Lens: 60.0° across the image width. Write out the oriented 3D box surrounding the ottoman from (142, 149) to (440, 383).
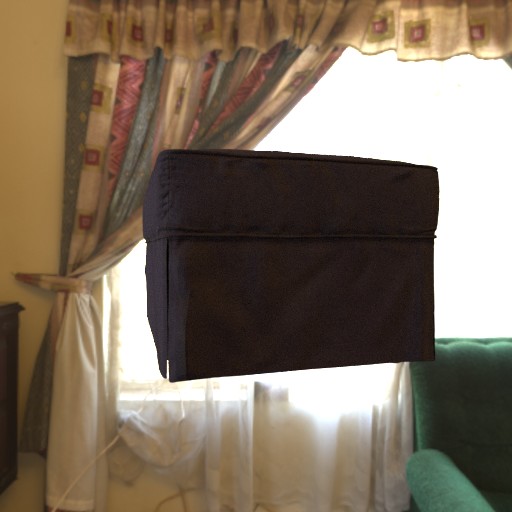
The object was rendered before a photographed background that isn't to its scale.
[{"bbox_3d":[0.000,0.000,1.324,0.637,0.503,0.938,0,1,-16],"label":"ottoman"}]
